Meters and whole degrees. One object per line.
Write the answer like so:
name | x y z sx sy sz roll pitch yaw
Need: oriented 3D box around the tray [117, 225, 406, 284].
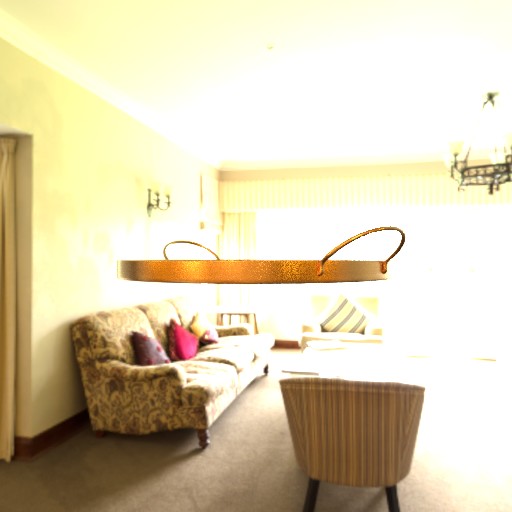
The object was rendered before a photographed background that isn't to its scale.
tray | 0.000 0.000 0.731 0.438 0.069 0.543 0 0 -36
